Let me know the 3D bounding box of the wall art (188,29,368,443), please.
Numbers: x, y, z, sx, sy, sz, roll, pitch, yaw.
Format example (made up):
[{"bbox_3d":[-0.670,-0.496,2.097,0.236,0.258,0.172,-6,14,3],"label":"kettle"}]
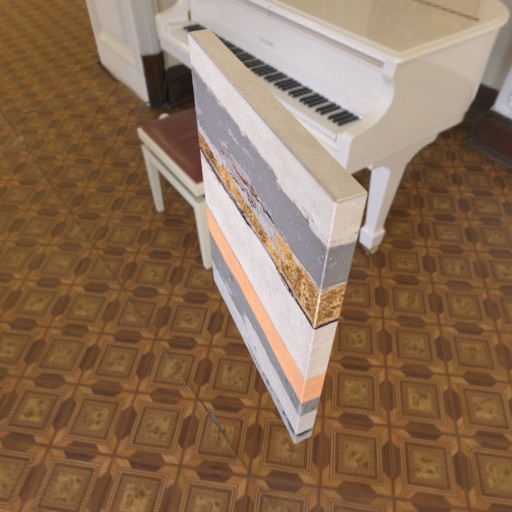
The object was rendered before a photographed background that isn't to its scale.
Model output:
[{"bbox_3d":[0.000,0.000,0.786,0.038,0.609,0.456,-18,49,-16],"label":"wall art"}]
